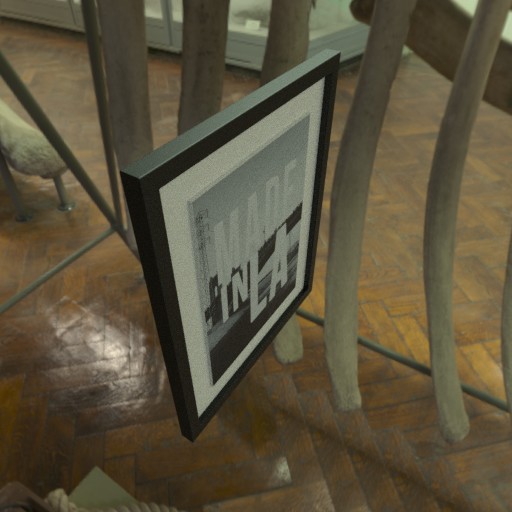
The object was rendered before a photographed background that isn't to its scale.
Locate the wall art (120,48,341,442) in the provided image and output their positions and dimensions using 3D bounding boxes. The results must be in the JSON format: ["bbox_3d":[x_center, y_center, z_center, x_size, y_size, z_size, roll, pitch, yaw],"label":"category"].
[{"bbox_3d":[0.000,0.000,0.766,0.028,0.559,0.457,24,47,24],"label":"wall art"}]
